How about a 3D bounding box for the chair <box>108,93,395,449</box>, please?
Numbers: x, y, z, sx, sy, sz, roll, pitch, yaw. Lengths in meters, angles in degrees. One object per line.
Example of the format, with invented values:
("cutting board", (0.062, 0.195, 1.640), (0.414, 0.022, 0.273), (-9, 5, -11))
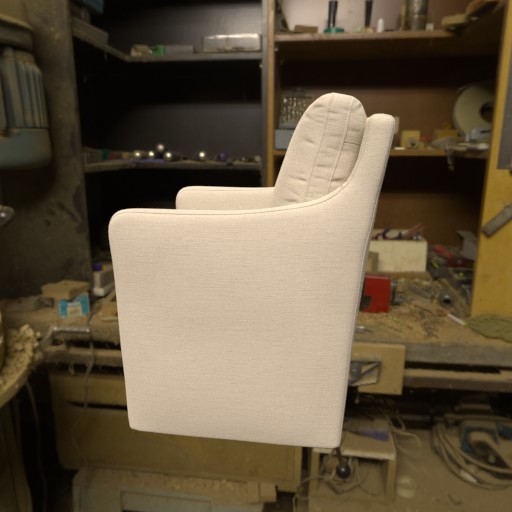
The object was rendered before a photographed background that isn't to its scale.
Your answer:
("chair", (0.000, 0.000, 1.376), (0.694, 0.914, 0.626), (2, 15, 8))
